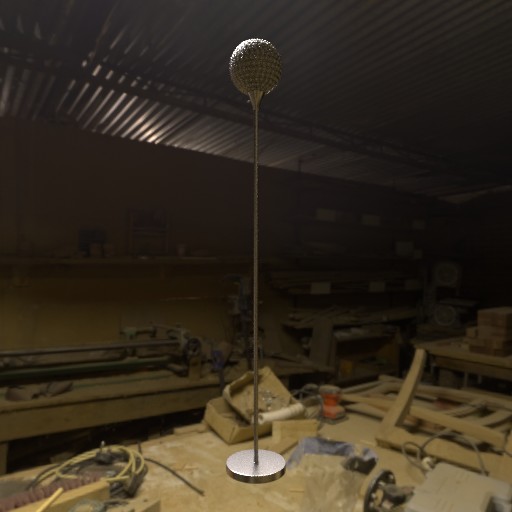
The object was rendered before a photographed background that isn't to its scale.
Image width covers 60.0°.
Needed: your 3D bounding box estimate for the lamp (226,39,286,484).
[{"bbox_3d":[0.000,0.000,1.893,0.254,1.805,0.254,0,-1,0],"label":"lamp"}]
